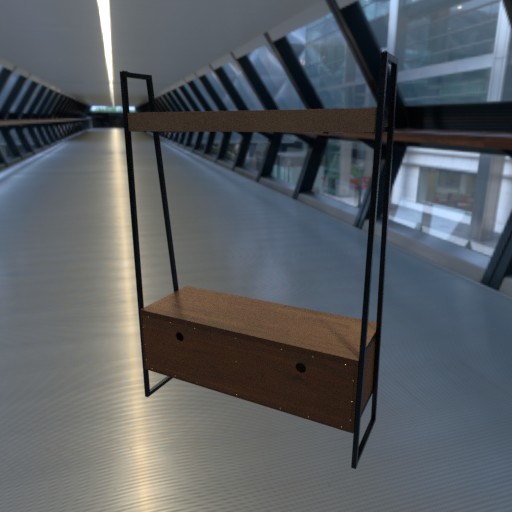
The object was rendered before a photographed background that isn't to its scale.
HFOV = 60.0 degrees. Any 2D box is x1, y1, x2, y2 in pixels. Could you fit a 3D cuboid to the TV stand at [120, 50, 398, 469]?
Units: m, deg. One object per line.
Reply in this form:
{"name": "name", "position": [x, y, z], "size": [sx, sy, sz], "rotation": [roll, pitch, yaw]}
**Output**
{"name": "TV stand", "position": [0.000, 0.000, 2.248], "size": [1.250, 1.772, 0.432], "rotation": [8, 18, 26]}
